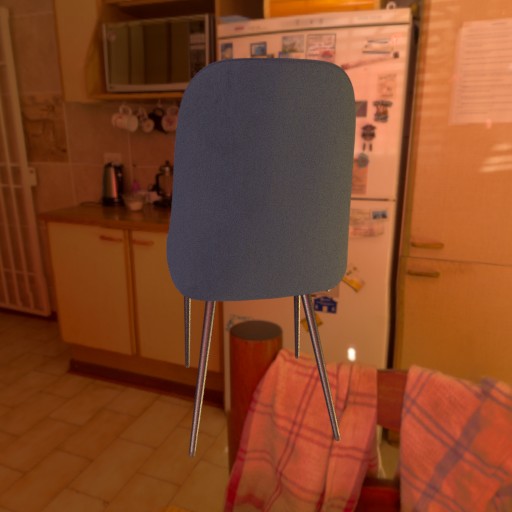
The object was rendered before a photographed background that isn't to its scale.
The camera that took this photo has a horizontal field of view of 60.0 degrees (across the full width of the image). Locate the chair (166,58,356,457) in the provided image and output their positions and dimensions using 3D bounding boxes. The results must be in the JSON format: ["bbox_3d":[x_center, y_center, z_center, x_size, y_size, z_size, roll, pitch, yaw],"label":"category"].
[{"bbox_3d":[0.000,0.000,1.186,0.478,0.896,0.559,-3,16,-9],"label":"chair"}]
